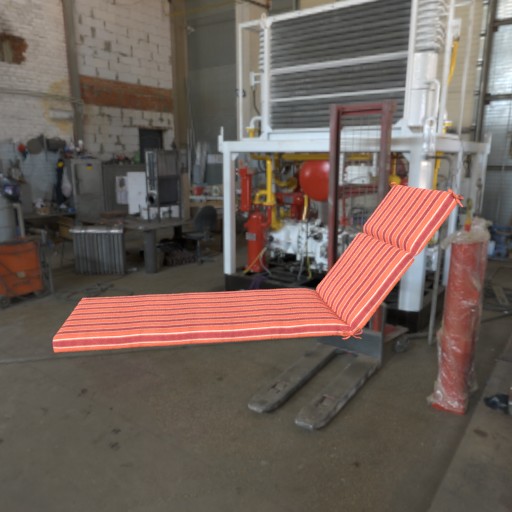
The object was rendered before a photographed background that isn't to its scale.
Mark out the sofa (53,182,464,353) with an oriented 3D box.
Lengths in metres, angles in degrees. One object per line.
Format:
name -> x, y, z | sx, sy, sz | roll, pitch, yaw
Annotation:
sofa -> 0.000, 0.000, 2.004 | 1.663, 0.622, 0.582 | -2, 13, -8
